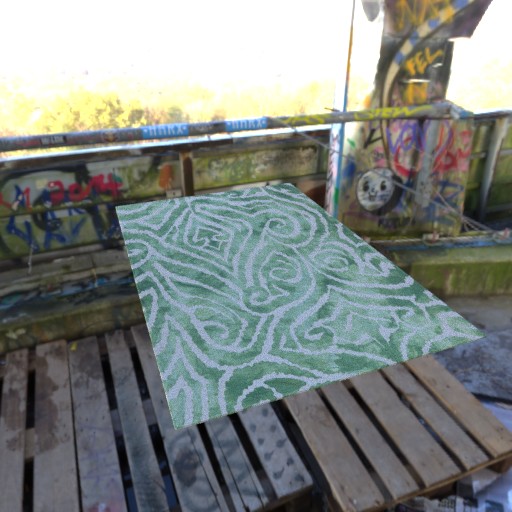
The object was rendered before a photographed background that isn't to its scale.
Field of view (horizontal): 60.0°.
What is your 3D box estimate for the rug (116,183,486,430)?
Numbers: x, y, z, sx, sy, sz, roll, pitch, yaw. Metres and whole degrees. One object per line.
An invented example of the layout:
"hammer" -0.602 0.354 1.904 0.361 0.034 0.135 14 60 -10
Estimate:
"rug" 0.000 0.000 2.273 1.220 0.006 1.826 -11 31 -18
